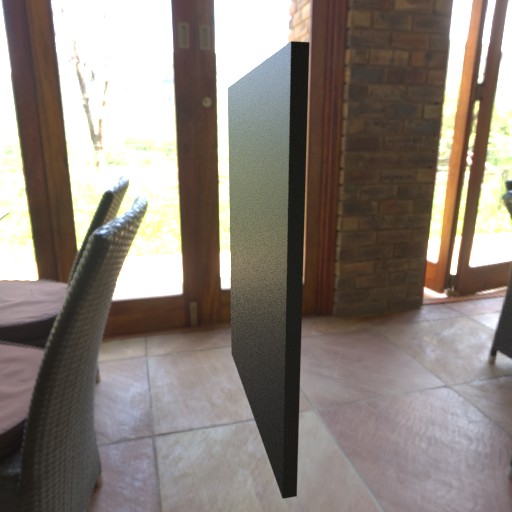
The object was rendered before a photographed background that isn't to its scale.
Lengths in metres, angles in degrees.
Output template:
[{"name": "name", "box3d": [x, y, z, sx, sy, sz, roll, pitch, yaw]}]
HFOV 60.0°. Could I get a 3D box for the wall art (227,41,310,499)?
[{"name": "wall art", "box3d": [0.000, 0.000, 1.372, 0.038, 1.062, 0.806, -3, 15, -12]}]
